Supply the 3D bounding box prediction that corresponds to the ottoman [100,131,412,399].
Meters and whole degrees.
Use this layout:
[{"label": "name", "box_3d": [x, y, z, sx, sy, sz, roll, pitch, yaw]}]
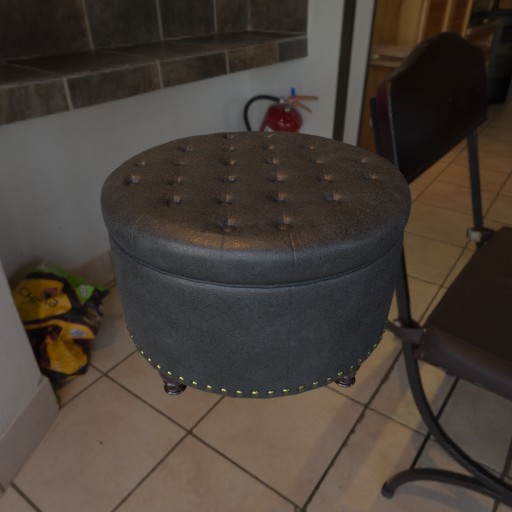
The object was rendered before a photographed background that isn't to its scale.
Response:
[{"label": "ottoman", "box_3d": [0.000, 0.000, 1.040, 0.637, 0.442, 0.637, 0, 32, 0]}]
